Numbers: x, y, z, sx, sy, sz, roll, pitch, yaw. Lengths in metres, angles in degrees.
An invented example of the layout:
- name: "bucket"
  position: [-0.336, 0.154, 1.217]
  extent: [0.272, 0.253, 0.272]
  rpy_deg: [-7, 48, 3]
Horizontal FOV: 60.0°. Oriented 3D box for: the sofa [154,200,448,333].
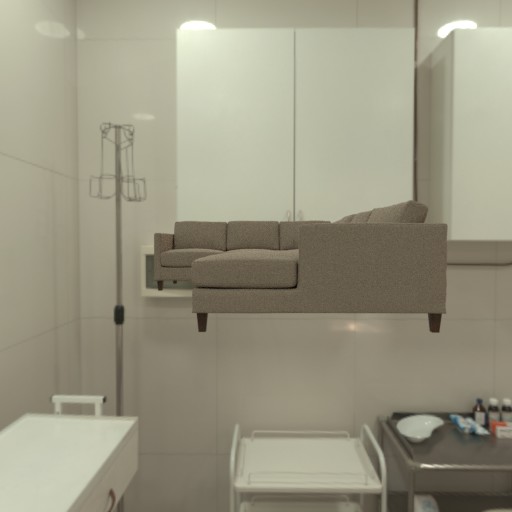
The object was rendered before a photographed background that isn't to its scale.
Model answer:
- name: "sofa"
  position: [0.000, 0.000, 4.462]
  extent: [2.424, 0.865, 3.438]
  rpy_deg: [0, 2, 1]
